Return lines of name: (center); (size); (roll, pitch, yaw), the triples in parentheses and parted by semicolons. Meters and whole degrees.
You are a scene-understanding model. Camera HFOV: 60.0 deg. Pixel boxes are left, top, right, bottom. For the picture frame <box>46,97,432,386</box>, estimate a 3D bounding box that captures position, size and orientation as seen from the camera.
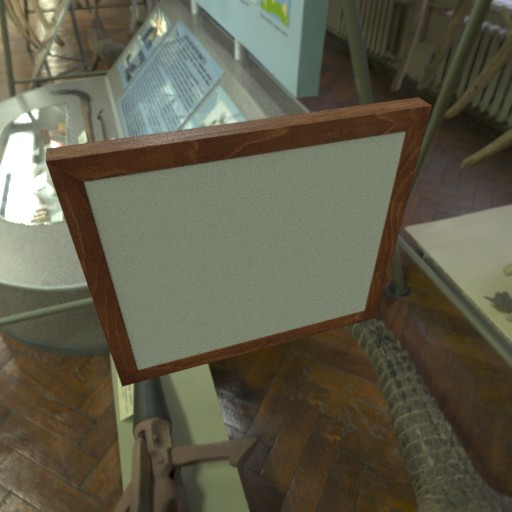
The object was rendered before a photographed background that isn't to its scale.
picture frame: (0.000, 0.000, 0.534); (0.381, 0.330, 0.025); (-12, 42, -14)
